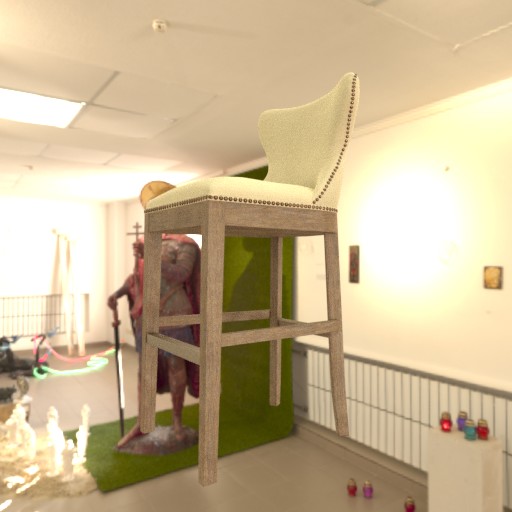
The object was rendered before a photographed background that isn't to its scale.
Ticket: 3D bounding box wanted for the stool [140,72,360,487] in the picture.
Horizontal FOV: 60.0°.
[{"bbox_3d":[0.000,0.000,1.417,0.606,1.123,0.494,0,0,-35],"label":"stool"}]
